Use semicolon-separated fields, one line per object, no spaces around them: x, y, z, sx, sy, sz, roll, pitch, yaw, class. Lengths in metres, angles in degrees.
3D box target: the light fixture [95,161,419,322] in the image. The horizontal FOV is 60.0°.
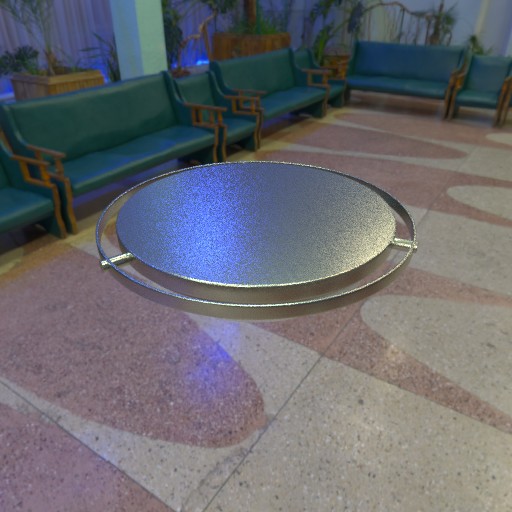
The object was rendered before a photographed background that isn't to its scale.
0.000;0.000;0.552;0.361;0.130;0.361;0;31;0;light fixture
